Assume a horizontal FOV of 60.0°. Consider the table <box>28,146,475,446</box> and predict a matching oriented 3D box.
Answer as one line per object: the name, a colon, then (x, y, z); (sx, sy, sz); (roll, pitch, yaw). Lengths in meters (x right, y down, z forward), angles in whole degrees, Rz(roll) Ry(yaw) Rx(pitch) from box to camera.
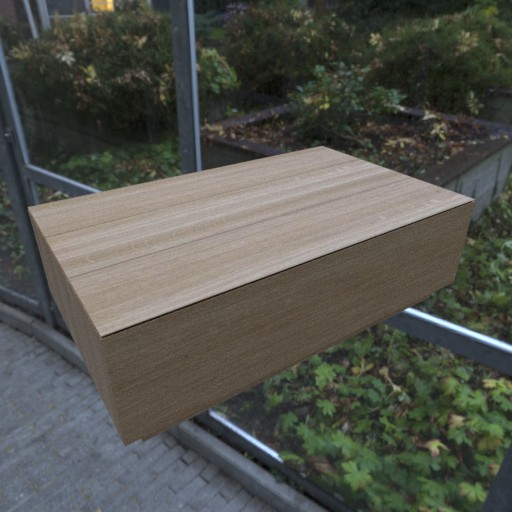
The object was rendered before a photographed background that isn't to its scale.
table: (0.000, 0.000, 1.372); (1.110, 0.353, 0.678); (-19, 35, -29)
